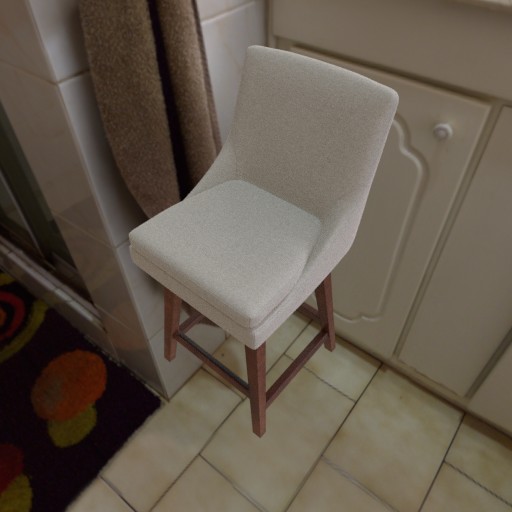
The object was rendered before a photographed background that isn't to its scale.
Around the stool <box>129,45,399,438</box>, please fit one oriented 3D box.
[{"bbox_3d":[0.000,0.000,1.329,0.469,0.991,0.559,31,54,27],"label":"stool"}]
